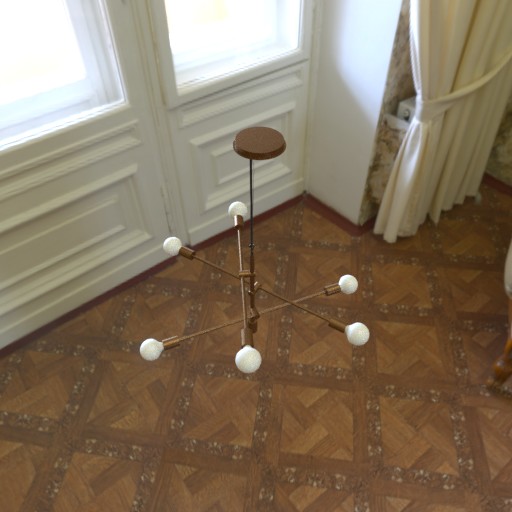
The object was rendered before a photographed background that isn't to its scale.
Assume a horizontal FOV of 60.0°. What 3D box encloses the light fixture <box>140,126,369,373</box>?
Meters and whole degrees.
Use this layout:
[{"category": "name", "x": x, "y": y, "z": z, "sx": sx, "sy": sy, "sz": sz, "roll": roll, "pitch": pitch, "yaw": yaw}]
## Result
[{"category": "light fixture", "x": 0.000, "y": 0.000, "z": 1.260, "sx": 0.682, "sy": 0.744, "sz": 0.637, "roll": 5, "pitch": 46, "yaw": 5}]
